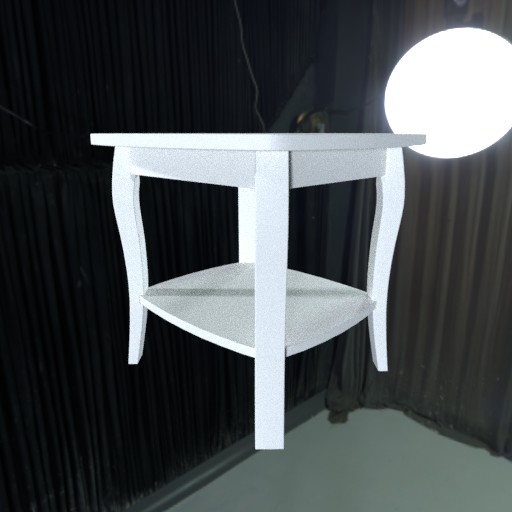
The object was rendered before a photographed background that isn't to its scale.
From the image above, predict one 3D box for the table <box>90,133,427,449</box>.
[{"bbox_3d":[0.000,0.000,0.820,0.502,0.438,0.451,15,21,42],"label":"table"}]
